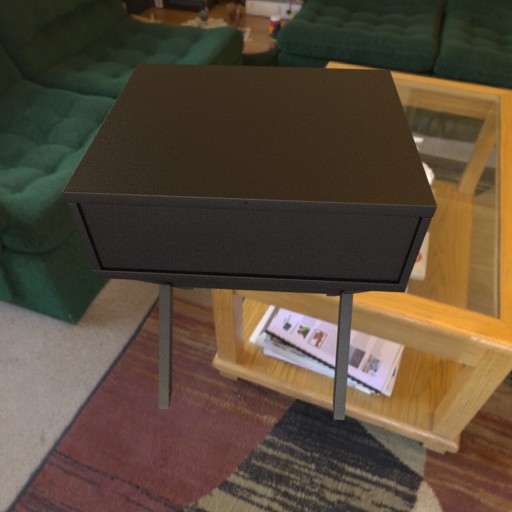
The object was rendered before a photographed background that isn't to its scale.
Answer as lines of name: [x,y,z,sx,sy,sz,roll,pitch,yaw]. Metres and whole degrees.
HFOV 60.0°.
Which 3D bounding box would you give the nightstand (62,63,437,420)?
nightstand: [0.000,0.000,0.926,0.479,0.623,0.402,3,46,2]
